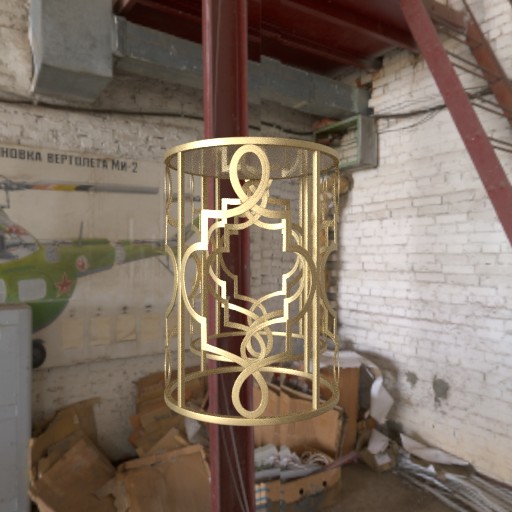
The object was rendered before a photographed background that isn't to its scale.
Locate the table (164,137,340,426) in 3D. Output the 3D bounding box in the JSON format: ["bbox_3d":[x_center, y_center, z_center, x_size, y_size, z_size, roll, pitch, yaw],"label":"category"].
[{"bbox_3d":[0.000,0.000,1.162,0.420,0.564,0.846,0,0,2],"label":"table"}]
